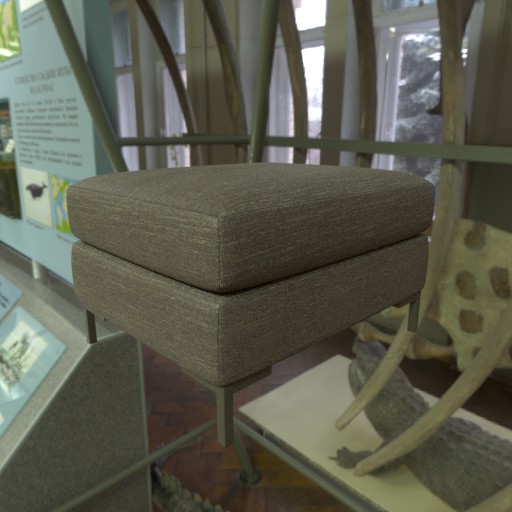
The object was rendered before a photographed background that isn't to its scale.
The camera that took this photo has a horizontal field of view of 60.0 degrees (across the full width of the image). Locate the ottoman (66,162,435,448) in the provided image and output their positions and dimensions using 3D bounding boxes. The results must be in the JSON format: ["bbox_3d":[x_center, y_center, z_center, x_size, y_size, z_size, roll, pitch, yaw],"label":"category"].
[{"bbox_3d":[0.000,0.000,1.250,0.820,0.490,0.671,-14,21,-42],"label":"ottoman"}]
